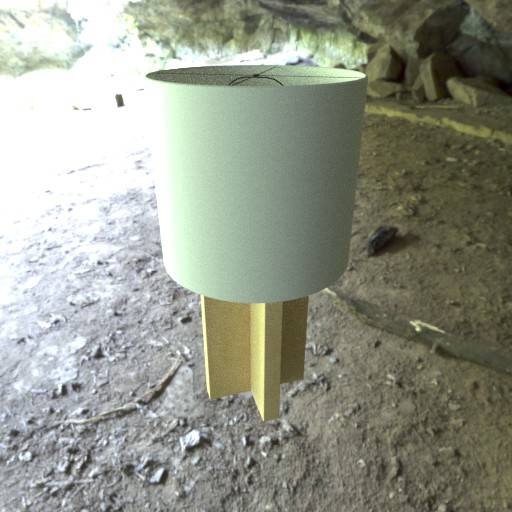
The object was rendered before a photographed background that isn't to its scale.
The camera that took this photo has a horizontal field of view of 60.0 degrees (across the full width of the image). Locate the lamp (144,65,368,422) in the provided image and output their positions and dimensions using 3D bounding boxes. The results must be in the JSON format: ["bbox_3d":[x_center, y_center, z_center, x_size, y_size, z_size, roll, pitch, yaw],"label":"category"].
[{"bbox_3d":[0.000,0.000,0.559,0.229,0.428,0.229,-8,28,-15],"label":"lamp"}]
